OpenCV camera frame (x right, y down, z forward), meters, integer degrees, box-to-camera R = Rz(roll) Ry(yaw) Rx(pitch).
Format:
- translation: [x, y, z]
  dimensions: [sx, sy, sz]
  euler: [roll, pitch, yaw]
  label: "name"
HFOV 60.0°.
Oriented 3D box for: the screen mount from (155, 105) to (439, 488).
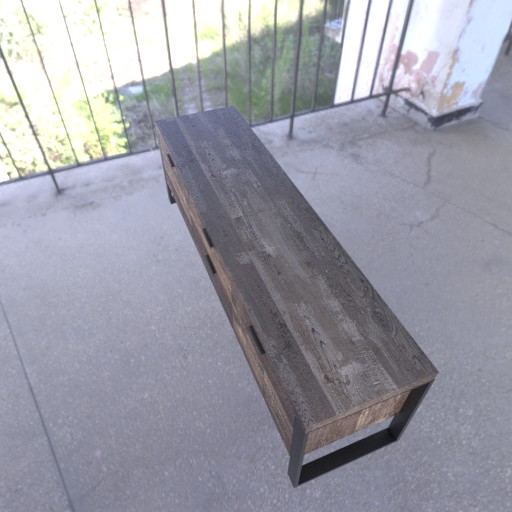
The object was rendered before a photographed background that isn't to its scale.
- translation: [0.000, 0.000, 1.739]
  dimensions: [0.395, 0.450, 1.524]
  euler: [-16, 48, -15]
  label: "screen mount"
